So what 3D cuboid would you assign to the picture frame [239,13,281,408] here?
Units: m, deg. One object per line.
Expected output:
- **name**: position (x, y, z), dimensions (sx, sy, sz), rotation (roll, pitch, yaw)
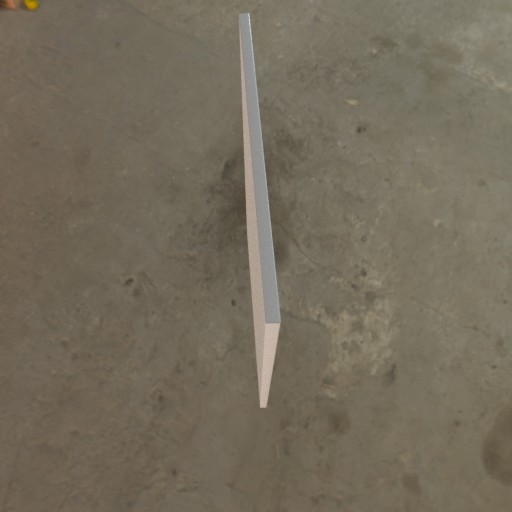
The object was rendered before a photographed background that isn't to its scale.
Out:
- **picture frame**: position (0.000, 0.000, 0.681), dimensions (0.012, 0.534, 0.381), rotation (-4, 64, -2)
